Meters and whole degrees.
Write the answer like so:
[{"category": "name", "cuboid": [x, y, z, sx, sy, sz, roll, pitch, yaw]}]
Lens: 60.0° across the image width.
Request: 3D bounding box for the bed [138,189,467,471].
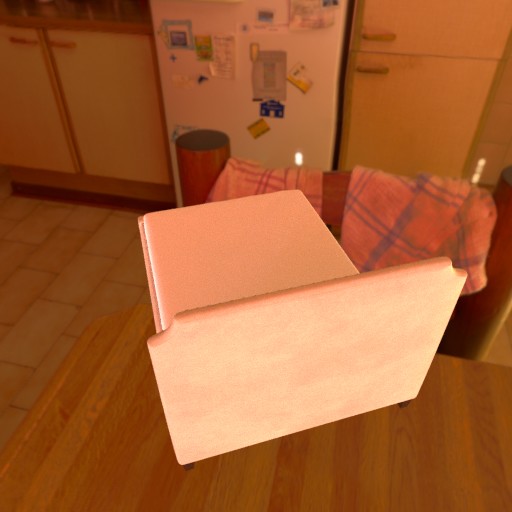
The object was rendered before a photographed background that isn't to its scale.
[{"category": "bed", "cuboid": [0.000, 0.000, 3.423, 1.712, 1.443, 2.372, -11, 41, -13]}]
